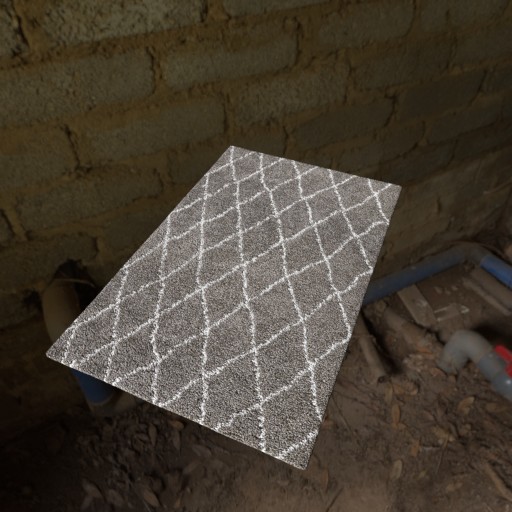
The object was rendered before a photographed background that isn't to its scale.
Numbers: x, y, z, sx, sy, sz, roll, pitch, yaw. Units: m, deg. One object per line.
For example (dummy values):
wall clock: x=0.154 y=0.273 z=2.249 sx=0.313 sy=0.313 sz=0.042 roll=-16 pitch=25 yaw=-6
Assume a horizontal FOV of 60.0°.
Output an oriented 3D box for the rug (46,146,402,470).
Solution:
rug: x=0.000 y=0.000 z=3.493 sx=1.778 sy=0.030 sz=2.743 roll=17 pitch=48 yaw=16
